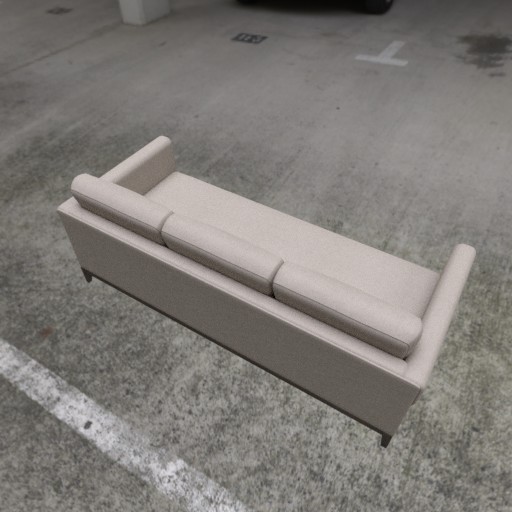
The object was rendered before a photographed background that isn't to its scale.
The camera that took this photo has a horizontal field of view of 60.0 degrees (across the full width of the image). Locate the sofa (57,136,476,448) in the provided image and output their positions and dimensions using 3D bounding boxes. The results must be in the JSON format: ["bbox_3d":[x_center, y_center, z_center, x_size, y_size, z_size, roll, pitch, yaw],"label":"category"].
[{"bbox_3d":[0.000,0.000,2.655,2.210,0.838,0.959,24,51,21],"label":"sofa"}]
